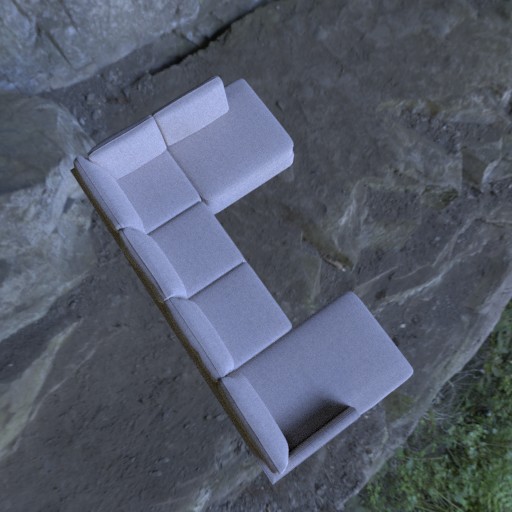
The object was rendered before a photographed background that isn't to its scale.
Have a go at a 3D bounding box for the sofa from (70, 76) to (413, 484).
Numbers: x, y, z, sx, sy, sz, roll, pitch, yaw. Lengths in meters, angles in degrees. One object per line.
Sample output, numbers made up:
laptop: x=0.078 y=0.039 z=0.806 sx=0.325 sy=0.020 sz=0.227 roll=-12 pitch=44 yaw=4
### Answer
sofa: x=0.000 y=0.000 z=4.256 sx=2.021 sy=0.996 sz=3.423 roll=-34 pitch=78 yaw=-8
